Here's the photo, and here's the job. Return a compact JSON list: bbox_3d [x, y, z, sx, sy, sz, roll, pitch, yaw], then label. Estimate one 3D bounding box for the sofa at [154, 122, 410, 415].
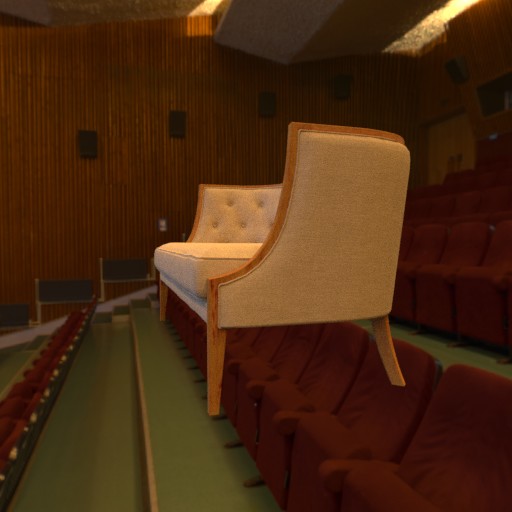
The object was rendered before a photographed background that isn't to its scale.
[{"bbox_3d":[0.000,0.000,1.931,0.770,0.775,1.474,-1,2,-17],"label":"sofa"}]
